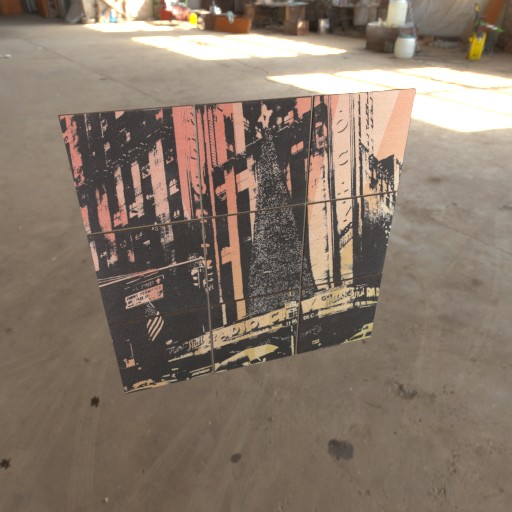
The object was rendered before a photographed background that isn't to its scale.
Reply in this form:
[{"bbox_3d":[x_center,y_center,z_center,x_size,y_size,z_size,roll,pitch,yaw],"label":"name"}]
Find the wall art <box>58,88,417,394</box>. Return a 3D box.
[{"bbox_3d":[0.000,0.000,1.784,1.216,1.216,0.013,-10,34,-14],"label":"wall art"}]
